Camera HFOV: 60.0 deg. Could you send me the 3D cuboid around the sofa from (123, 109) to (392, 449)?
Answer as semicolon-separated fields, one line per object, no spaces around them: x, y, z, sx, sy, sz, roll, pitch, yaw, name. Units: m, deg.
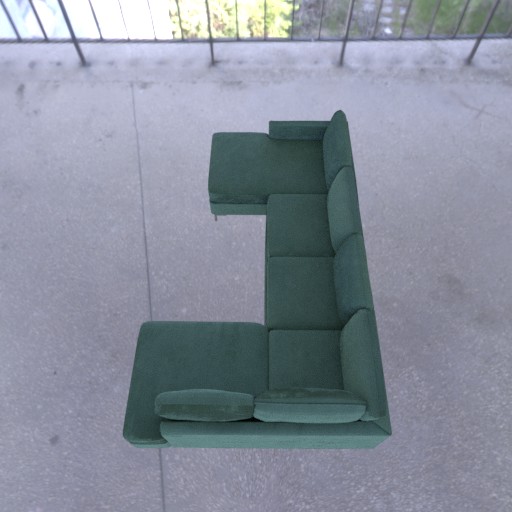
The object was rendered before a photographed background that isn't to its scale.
0.000;0.000;4.354;2.055;0.992;3.434;1;58;0;sofa
